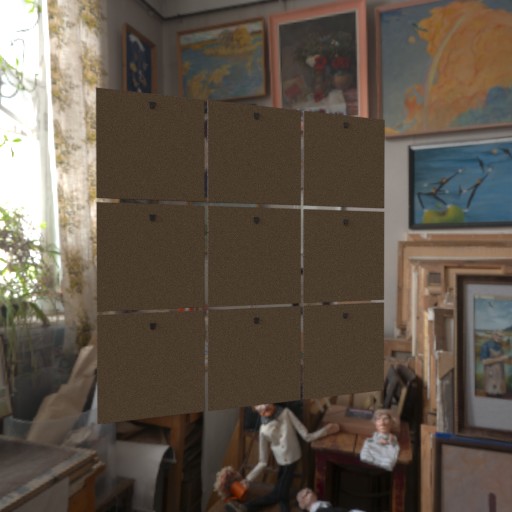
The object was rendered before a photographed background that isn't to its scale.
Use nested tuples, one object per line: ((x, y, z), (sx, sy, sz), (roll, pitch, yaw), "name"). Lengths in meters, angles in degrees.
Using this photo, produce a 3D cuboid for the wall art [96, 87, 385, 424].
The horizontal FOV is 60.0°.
((0.000, 0.000, 2.266), (1.533, 1.532, 0.019), (0, 1, -19), "wall art")
